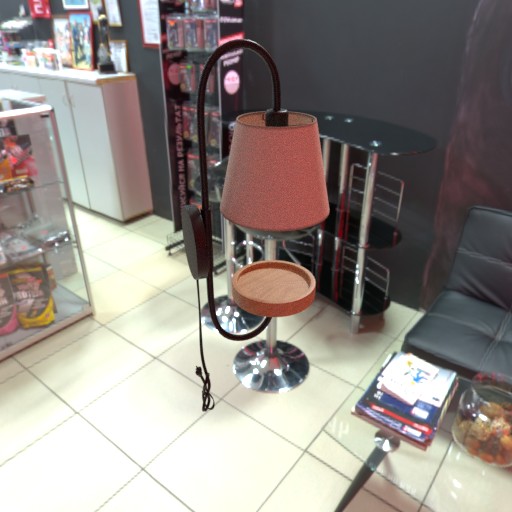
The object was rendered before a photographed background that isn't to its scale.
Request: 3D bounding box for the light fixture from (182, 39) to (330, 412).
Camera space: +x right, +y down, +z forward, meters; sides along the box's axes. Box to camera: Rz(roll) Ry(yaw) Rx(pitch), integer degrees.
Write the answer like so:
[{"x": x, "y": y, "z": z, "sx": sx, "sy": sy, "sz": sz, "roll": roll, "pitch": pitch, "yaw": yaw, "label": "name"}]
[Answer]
[{"x": 0.000, "y": 0.000, "z": 0.932, "sx": 0.299, "sy": 0.821, "sz": 0.220, "roll": -9, "pitch": 30, "yaw": -17, "label": "light fixture"}]
